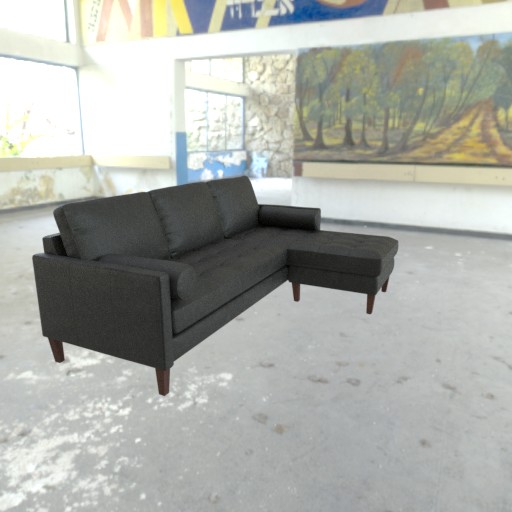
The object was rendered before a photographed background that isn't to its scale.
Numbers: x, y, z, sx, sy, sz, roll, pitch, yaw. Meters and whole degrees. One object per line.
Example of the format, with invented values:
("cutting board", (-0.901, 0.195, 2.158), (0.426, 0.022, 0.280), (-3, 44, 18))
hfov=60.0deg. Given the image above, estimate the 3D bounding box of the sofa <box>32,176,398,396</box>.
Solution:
("sofa", (0.000, 0.000, 2.916), (1.497, 0.876, 2.178), (7, 17, 26))
